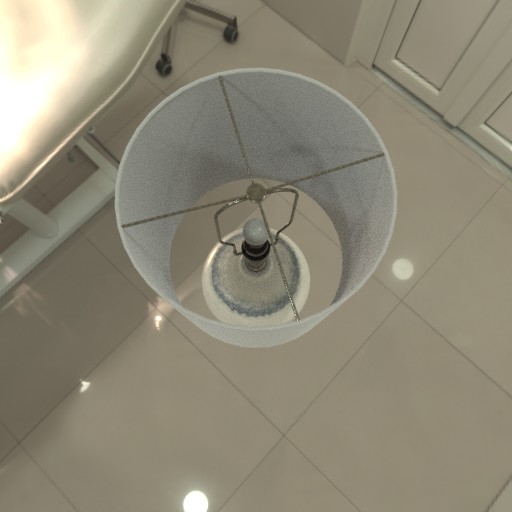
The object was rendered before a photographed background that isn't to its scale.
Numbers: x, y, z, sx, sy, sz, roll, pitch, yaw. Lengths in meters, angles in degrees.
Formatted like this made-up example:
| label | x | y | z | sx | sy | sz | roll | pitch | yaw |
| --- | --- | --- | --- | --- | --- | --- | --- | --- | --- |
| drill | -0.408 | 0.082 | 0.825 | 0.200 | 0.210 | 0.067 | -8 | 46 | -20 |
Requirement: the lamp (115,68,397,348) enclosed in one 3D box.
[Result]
| label | x | y | z | sx | sy | sz | roll | pitch | yaw |
| --- | --- | --- | --- | --- | --- | --- | --- | --- | --- |
| lamp | 0.000 | 0.000 | 0.535 | 0.216 | 0.404 | 0.216 | 42 | 79 | 10 |
